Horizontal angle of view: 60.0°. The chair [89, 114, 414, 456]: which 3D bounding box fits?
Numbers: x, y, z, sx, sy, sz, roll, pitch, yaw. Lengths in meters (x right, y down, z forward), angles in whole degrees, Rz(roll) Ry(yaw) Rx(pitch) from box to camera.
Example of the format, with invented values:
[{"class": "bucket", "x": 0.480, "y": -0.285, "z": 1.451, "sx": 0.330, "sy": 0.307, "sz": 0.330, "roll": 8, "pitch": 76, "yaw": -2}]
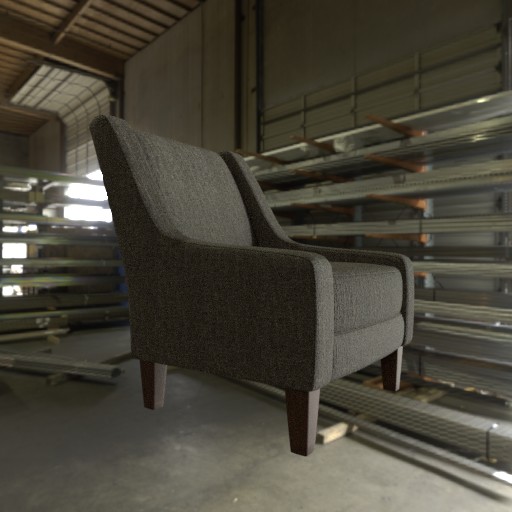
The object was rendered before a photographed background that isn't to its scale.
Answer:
[{"class": "chair", "x": 0.000, "y": 0.000, "z": 1.640, "sx": 0.944, "sy": 1.012, "sz": 0.793, "roll": 0, "pitch": 0, "yaw": 36}]
